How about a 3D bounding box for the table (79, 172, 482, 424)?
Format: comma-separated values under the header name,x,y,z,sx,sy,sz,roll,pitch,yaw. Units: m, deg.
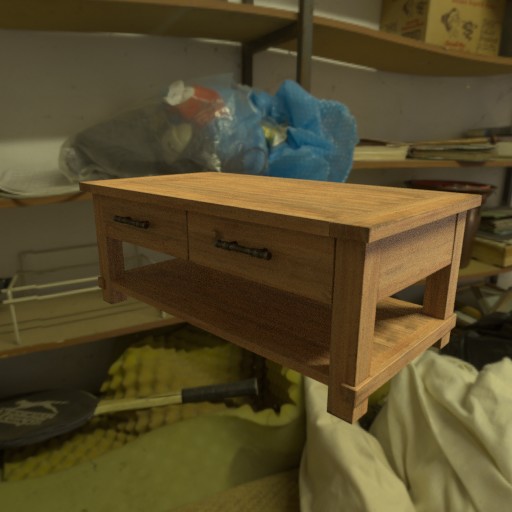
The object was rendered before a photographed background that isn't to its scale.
name,x,y,z,sx,sy,sz,roll,pitch,yaw
table,0.000,0.000,1.609,1.270,0.494,0.693,14,21,42
